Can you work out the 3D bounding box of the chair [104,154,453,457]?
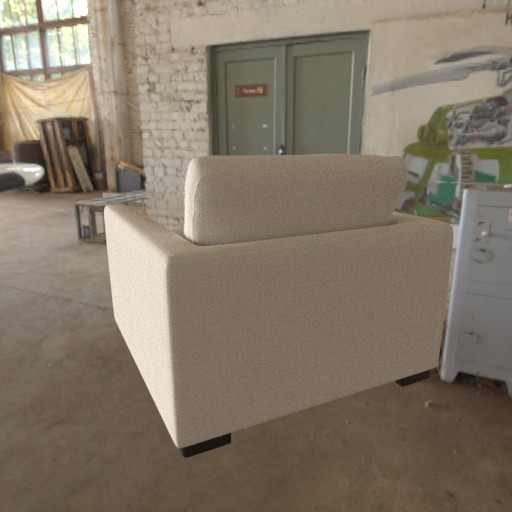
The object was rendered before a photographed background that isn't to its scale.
[{"bbox_3d":[0.000,0.000,1.883,1.070,0.876,1.100,-8,17,-26],"label":"chair"}]
